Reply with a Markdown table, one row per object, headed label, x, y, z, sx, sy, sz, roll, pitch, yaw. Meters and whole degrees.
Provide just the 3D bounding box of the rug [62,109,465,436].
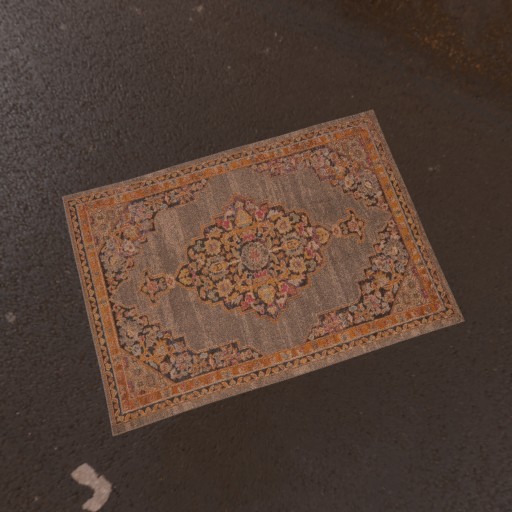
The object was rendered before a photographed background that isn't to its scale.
| label | x | y | z | sx | sy | sz | roll | pitch | yaw |
| --- | --- | --- | --- | --- | --- | --- | --- | --- | --- |
| rug | 0.000 | 0.000 | 3.709 | 2.901 | 0.026 | 2.043 | -17 | 75 | -5 |
